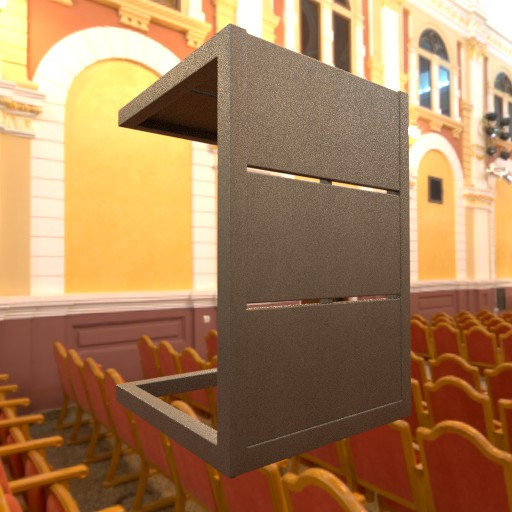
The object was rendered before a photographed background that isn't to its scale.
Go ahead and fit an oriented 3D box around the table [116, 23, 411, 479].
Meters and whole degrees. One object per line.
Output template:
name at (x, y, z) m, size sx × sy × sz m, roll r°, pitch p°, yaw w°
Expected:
table at (0.000, 0.000, 0.872) m, size 0.405 × 0.609 × 0.420 m, roll 1°, pitch -2°, yaw -37°
